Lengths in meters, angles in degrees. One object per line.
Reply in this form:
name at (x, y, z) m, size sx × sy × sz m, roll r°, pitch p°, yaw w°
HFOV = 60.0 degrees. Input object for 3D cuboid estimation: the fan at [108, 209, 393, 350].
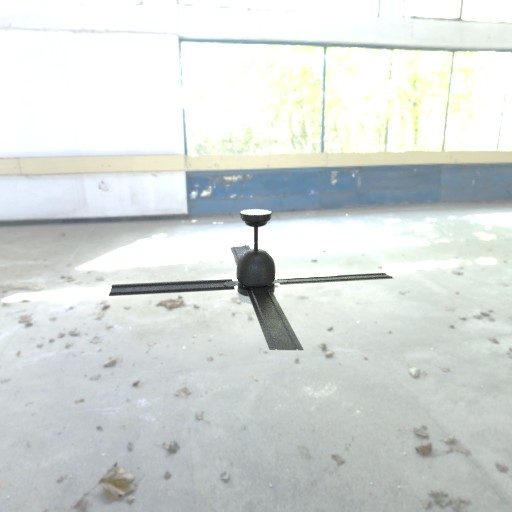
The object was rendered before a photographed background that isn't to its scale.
fan at (0.000, 0.000, 2.040) m, size 1.319 × 0.410 × 1.319 m, roll -3°, pitch 17°, yaw -10°
